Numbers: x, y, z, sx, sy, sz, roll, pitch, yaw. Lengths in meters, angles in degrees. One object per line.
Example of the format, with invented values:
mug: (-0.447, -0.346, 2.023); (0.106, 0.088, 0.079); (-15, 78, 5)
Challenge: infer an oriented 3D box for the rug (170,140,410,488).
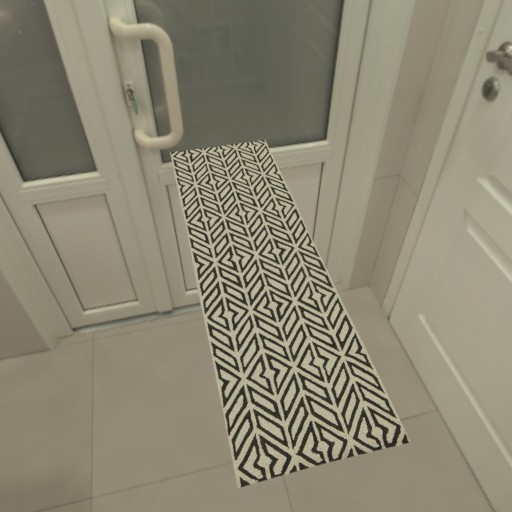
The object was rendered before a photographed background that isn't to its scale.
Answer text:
rug: (0.000, 0.000, 2.630); (0.750, 0.009, 2.435); (-10, 47, -10)
